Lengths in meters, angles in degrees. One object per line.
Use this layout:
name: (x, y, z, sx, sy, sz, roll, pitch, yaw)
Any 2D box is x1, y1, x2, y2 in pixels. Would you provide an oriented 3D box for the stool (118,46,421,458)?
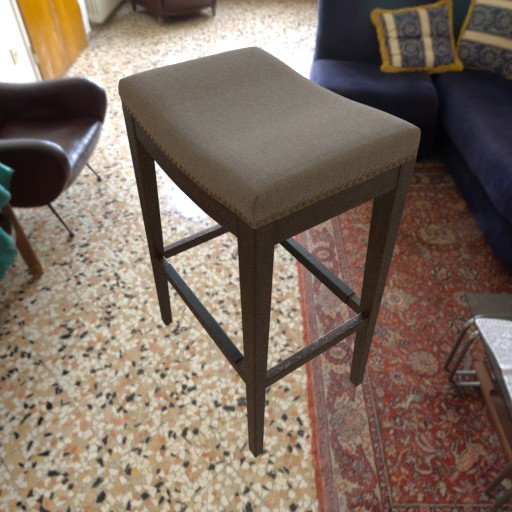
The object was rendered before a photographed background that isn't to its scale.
stool: (0.000, 0.000, 1.029, 0.356, 0.762, 0.508, -25, 49, -24)
